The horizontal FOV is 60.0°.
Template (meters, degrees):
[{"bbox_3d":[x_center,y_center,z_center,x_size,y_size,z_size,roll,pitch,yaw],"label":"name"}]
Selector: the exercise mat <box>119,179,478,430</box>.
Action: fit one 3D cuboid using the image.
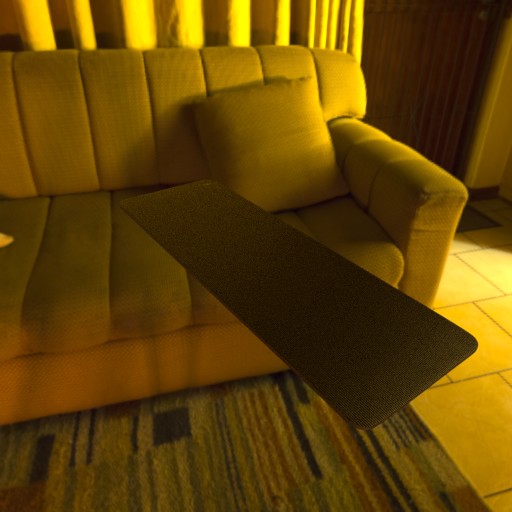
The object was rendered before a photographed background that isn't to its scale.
[{"bbox_3d":[0.000,0.000,2.019,0.616,0.021,1.869,-21,37,-30],"label":"exercise mat"}]
